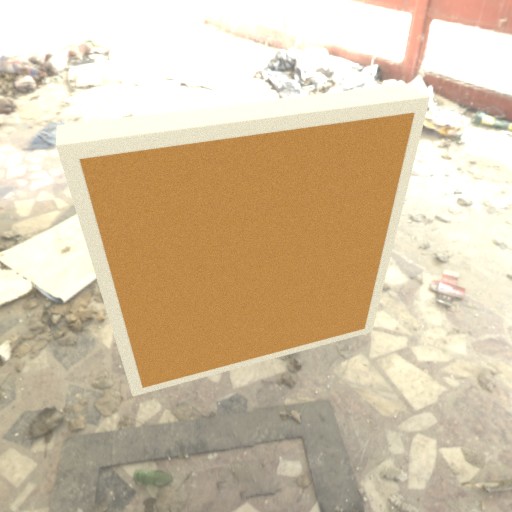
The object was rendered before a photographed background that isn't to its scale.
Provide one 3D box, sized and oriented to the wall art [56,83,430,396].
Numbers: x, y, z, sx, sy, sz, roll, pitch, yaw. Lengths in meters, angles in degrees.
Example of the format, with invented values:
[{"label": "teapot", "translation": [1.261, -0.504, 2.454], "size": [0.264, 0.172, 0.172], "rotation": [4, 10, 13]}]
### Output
[{"label": "wall art", "translation": [0.000, 0.000, 0.455], "size": [0.305, 0.305, 0.037], "rotation": [-12, 41, -14]}]
